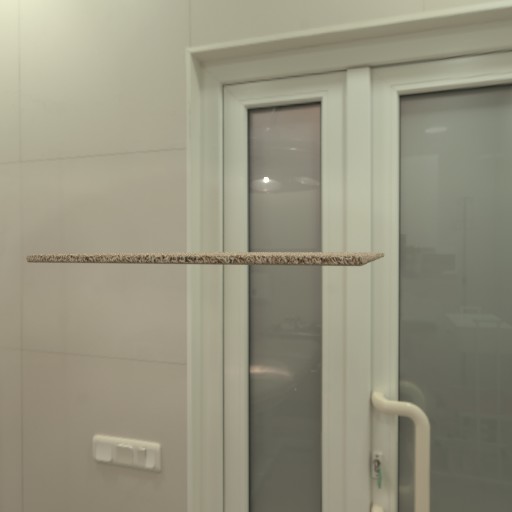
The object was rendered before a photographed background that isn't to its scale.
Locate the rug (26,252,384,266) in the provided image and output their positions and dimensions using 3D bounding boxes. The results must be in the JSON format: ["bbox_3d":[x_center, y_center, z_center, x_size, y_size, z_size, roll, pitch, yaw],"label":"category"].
[{"bbox_3d":[0.000,0.000,2.291,1.219,0.030,1.778,0,1,18],"label":"rug"}]
